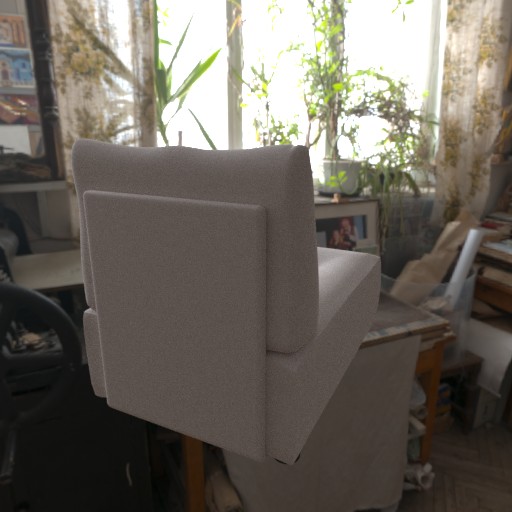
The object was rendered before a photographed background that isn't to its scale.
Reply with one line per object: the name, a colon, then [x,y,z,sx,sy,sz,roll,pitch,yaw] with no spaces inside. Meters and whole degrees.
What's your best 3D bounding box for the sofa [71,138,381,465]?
sofa: [0.000,0.000,1.564,0.700,0.820,1.000,8,19,25]
